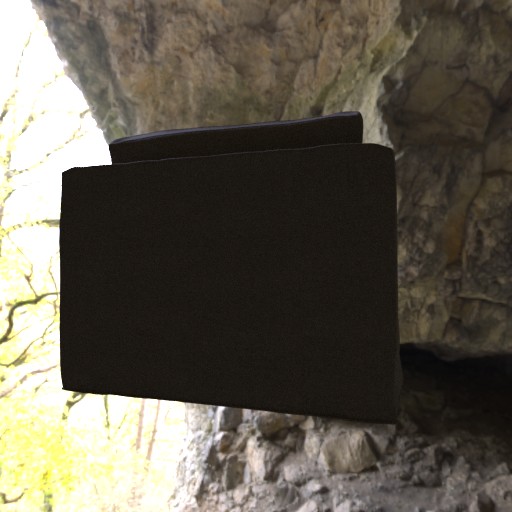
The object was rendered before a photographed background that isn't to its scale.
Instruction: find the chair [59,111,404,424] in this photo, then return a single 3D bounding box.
[{"bbox_3d":[0.000,0.000,1.686,1.057,0.863,0.949,0,-1,18],"label":"chair"}]
